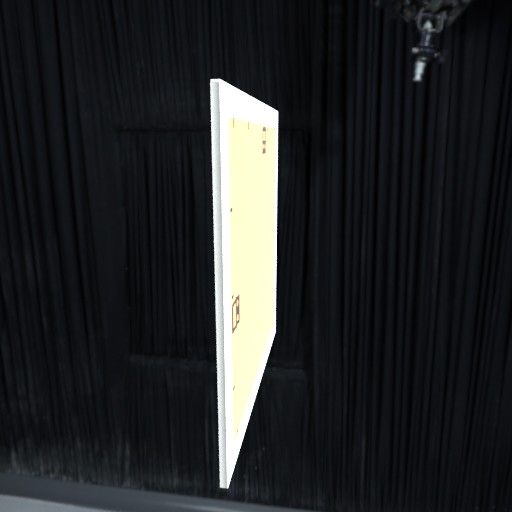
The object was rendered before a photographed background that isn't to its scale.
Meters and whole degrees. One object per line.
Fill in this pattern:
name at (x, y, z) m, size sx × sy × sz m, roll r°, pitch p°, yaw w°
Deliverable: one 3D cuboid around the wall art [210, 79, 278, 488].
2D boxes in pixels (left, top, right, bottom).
wall art at (0.000, 0.000, 0.881) m, size 0.013 × 0.584 × 0.584 m, roll 2°, pitch 15°, yaw 9°
